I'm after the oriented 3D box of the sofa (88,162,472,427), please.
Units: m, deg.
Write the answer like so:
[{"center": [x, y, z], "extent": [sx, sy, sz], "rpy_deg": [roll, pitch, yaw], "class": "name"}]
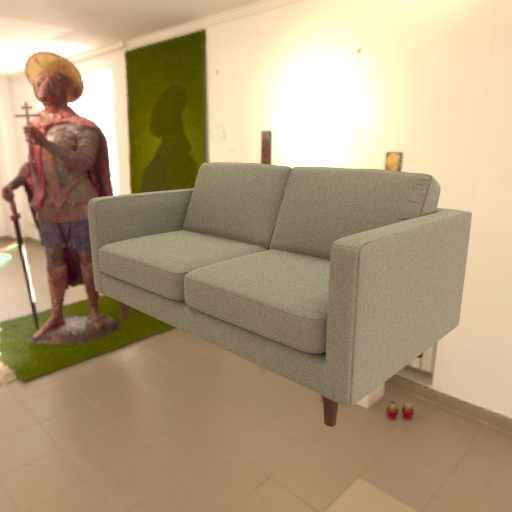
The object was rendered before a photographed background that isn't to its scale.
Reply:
[{"center": [0.000, 0.000, 2.275], "extent": [1.731, 0.900, 1.000], "rpy_deg": [13, 19, 42], "class": "sofa"}]
